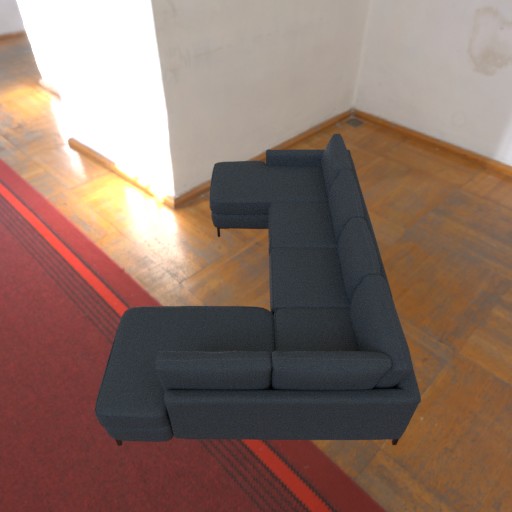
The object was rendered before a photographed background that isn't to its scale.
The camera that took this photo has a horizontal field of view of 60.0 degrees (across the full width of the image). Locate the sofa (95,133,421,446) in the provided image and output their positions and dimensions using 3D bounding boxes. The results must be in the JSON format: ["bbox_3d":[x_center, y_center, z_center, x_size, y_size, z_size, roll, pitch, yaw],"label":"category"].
[{"bbox_3d":[0.000,0.000,3.778,1.984,0.858,2.975,0,43,0],"label":"sofa"}]
